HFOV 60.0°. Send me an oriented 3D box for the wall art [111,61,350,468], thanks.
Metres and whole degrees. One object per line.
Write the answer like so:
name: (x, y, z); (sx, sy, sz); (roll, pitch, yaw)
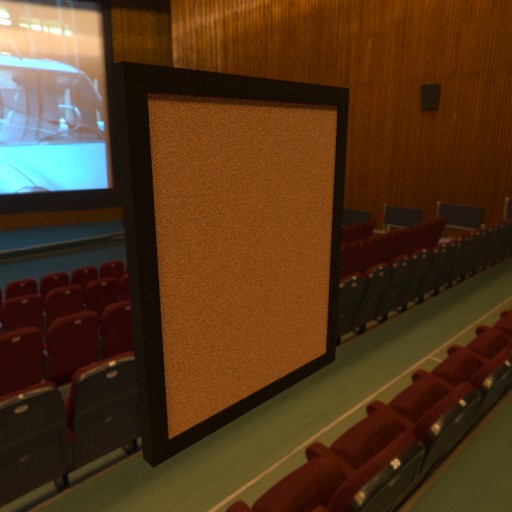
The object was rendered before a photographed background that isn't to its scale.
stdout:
wall art: (0.000, 0.000, 0.747); (0.457, 0.559, 0.029); (-15, 21, -43)
